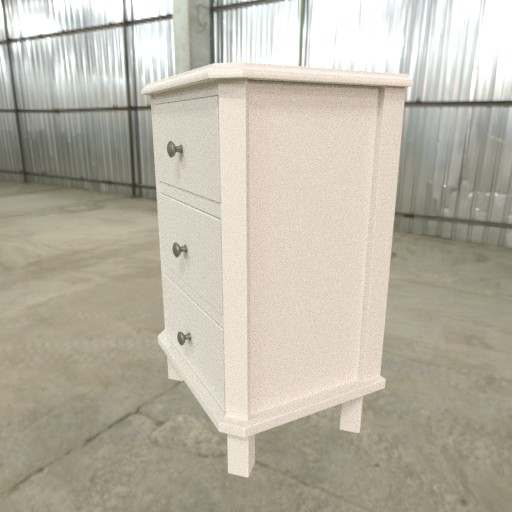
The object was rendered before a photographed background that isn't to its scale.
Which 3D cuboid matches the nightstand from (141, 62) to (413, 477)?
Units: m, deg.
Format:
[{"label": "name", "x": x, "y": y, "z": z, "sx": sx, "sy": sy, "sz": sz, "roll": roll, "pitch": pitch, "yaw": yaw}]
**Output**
[{"label": "nightstand", "x": 0.000, "y": 0.000, "z": 0.919, "sx": 0.351, "sy": 0.681, "sz": 0.435, "roll": -9, "pitch": 18, "yaw": -27}]
